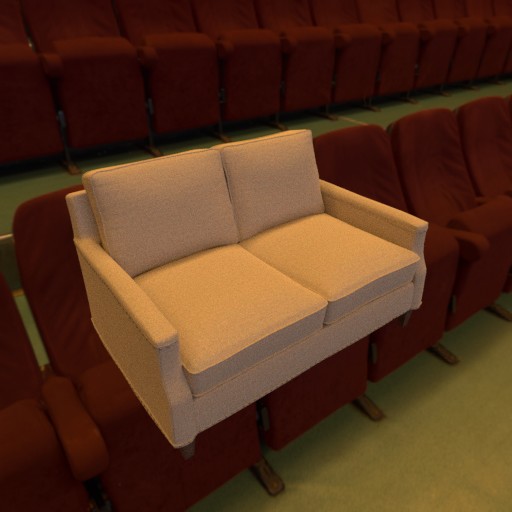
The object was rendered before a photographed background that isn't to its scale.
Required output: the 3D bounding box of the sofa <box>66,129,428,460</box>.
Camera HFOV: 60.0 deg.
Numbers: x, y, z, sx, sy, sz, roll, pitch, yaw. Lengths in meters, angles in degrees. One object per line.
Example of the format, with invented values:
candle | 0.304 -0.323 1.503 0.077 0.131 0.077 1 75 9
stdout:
sofa | 0.000 0.000 2.321 1.597 1.003 1.084 -21 36 -31
